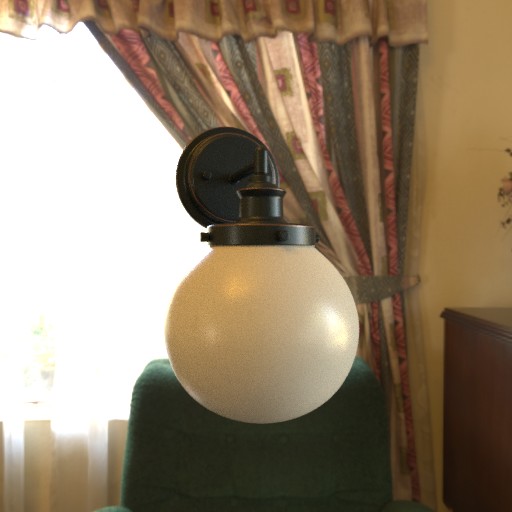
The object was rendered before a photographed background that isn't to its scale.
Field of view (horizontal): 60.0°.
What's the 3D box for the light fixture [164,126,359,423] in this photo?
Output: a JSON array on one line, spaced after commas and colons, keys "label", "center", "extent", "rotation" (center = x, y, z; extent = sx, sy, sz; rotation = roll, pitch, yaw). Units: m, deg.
[{"label": "light fixture", "center": [0.000, 0.000, 0.473], "extent": [0.197, 0.332, 0.230], "rotation": [0, 0, -19]}]
